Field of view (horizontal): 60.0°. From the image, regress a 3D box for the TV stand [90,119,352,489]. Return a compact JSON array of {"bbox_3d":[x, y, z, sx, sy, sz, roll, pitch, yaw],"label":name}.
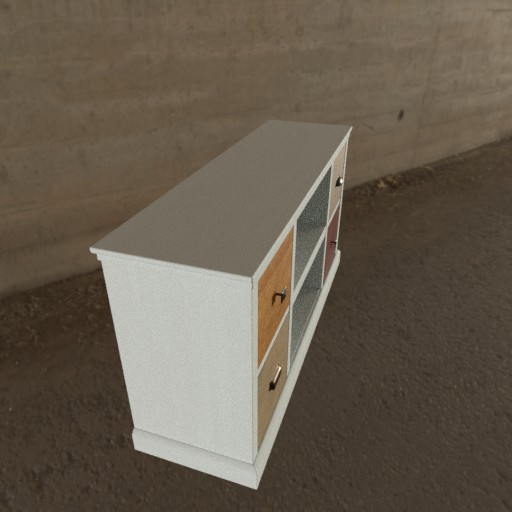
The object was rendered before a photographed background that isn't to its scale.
[{"bbox_3d":[0.000,0.000,1.483,0.424,0.624,1.187,10,31,17],"label":"TV stand"}]
